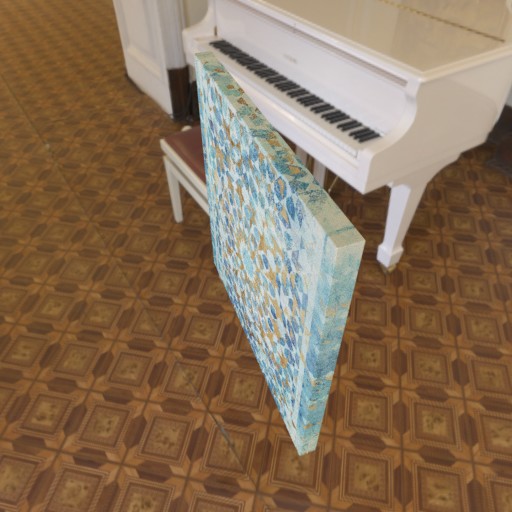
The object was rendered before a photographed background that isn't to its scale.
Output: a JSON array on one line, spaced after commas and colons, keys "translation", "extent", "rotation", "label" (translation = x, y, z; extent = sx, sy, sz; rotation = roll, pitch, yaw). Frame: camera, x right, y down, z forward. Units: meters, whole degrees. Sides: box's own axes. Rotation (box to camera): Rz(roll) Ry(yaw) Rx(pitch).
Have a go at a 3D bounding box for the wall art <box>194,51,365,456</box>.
[{"translation": [0.000, 0.000, 0.920], "extent": [0.040, 0.609, 0.609], "rotation": [-15, 47, -14], "label": "wall art"}]
